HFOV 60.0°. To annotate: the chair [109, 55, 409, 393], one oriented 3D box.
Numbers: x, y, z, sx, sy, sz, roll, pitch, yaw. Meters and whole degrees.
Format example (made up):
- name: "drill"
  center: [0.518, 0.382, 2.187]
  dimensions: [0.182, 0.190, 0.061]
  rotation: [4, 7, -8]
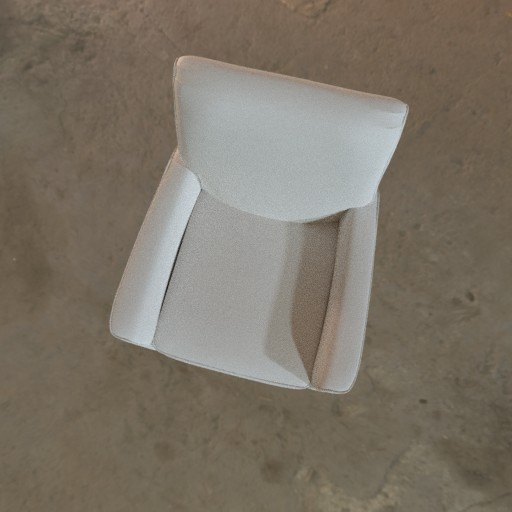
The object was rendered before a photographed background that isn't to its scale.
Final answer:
- name: "chair"
  center: [0.000, 0.000, 1.614]
  dimensions: [0.841, 1.028, 0.858]
  rotation: [13, 76, 3]
